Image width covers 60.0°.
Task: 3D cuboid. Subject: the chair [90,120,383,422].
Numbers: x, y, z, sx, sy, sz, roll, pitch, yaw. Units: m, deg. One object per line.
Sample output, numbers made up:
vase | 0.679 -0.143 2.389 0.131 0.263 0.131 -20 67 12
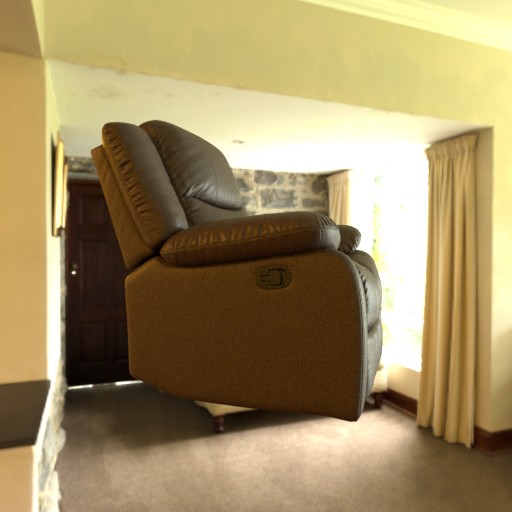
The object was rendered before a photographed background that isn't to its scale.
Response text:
chair | 0.000 0.000 1.722 0.934 1.009 0.899 0 1 19
